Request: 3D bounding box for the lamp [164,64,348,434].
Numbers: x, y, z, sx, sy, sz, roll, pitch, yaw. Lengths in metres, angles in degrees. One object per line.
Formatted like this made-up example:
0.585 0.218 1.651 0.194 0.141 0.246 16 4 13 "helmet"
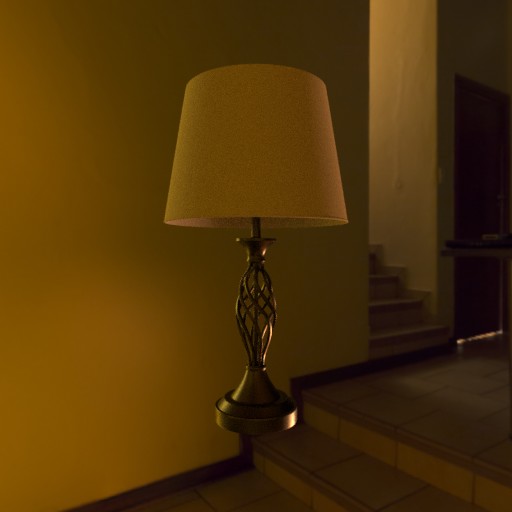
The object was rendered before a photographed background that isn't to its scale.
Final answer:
0.000 0.000 0.810 0.331 0.594 0.331 0 1 0 "lamp"
